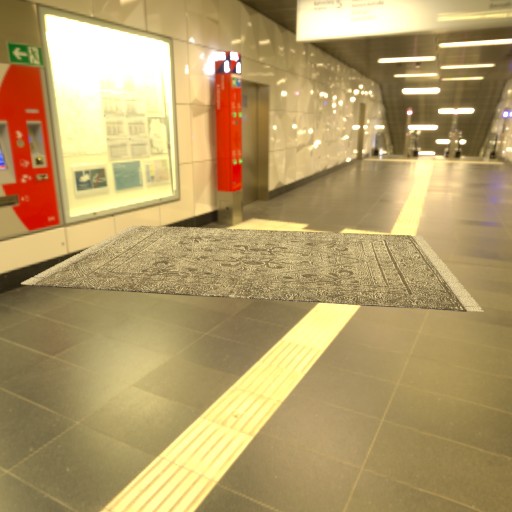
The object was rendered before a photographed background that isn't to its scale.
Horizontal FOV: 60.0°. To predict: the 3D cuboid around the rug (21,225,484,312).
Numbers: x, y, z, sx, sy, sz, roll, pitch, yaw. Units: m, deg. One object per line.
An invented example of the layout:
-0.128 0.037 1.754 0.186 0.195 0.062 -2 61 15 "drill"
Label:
0.000 0.000 3.012 2.440 0.010 1.529 3 17 9 "rug"
